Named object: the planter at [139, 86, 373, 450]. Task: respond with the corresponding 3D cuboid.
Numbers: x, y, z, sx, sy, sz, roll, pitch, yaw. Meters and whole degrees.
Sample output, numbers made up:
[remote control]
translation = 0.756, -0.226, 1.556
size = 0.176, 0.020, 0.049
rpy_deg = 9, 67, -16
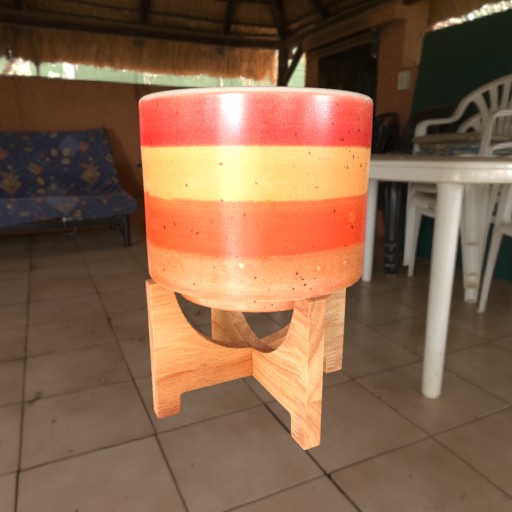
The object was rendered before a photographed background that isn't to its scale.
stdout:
[planter]
translation = 0.000, 0.000, 0.403
size = 0.199, 0.268, 0.199
rpy_deg = 0, 14, 0
